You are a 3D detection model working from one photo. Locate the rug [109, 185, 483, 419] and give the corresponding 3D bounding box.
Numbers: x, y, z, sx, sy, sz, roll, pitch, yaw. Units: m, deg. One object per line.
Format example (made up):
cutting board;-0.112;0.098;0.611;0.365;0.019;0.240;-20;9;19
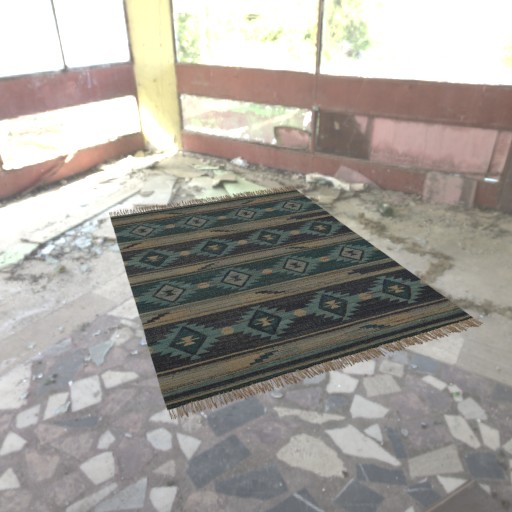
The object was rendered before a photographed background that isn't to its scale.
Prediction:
rug;0.000;0.000;4.293;2.418;0.047;3.307;-11;31;-19
